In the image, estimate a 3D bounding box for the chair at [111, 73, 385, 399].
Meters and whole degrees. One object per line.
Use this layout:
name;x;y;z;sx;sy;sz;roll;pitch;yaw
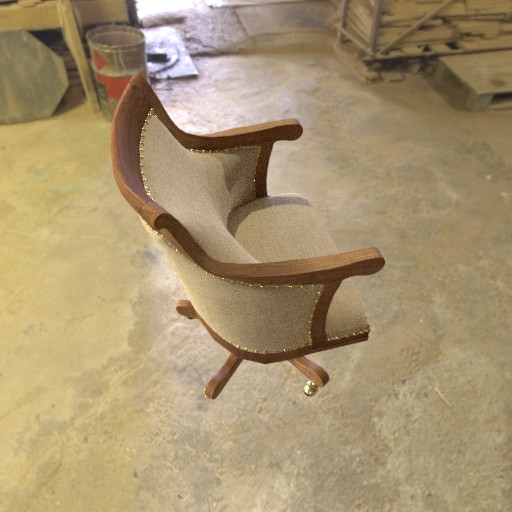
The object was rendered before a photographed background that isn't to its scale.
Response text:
chair;0.000;0.000;1.396;0.689;0.965;0.656;-11;48;-10
